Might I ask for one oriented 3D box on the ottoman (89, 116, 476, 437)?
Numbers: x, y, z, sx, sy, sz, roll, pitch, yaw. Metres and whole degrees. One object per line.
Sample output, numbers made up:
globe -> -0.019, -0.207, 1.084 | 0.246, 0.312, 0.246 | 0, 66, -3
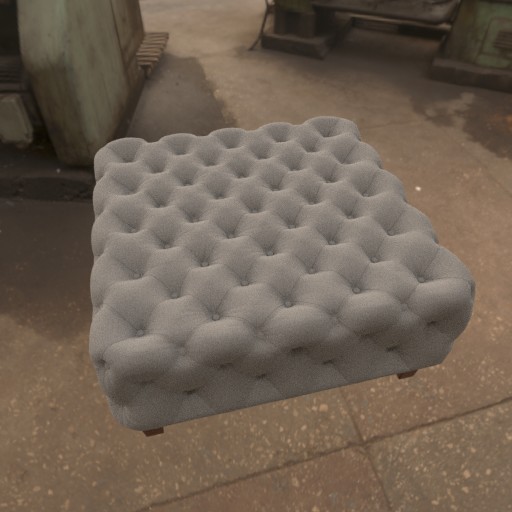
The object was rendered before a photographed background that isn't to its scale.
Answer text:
ottoman -> 0.000, 0.000, 1.374 | 0.917, 0.439, 0.911 | -10, 46, -9
